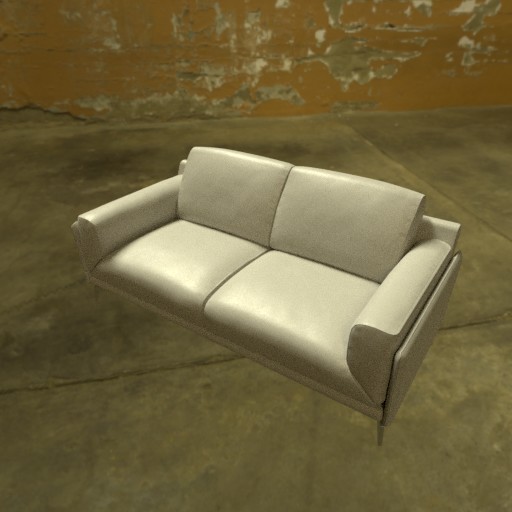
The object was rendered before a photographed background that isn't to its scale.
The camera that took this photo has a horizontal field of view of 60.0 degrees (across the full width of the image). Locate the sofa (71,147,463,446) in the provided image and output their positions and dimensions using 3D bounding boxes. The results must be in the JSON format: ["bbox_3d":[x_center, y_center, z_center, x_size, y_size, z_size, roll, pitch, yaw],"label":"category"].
[{"bbox_3d":[0.000,0.000,2.651,2.101,0.930,1.049,19,35,29],"label":"sofa"}]
